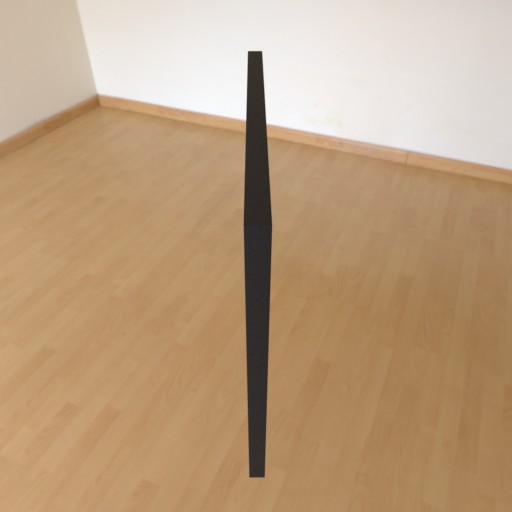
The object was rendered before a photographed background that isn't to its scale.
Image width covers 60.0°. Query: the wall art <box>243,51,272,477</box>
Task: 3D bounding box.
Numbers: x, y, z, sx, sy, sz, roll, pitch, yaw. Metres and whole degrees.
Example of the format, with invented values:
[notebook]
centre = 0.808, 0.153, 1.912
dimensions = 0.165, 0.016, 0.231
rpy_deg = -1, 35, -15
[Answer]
[wall art]
centre = 0.000, 0.000, 0.448
dimensions = 0.015, 0.304, 0.306
rpy_deg = 0, 41, 0
